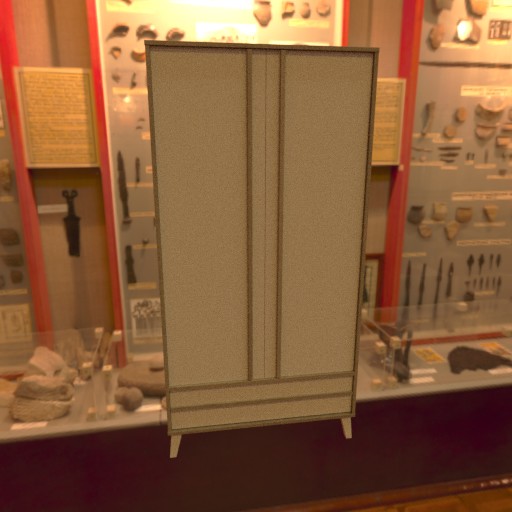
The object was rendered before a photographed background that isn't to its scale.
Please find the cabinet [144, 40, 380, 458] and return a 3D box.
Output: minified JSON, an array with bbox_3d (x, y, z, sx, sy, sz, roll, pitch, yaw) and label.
[{"bbox_3d":[0.000,0.000,2.396,1.006,1.999,0.571,-2,15,-9],"label":"cabinet"}]
